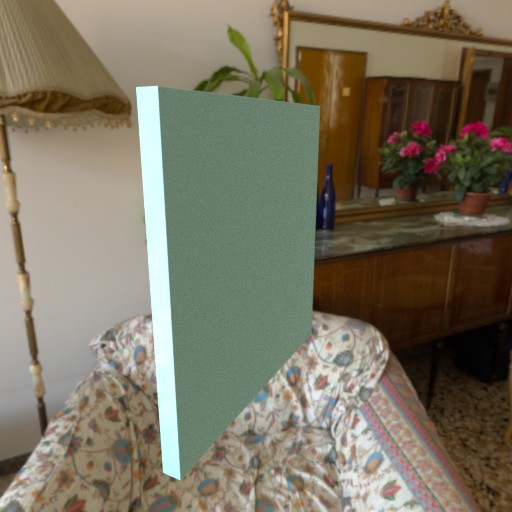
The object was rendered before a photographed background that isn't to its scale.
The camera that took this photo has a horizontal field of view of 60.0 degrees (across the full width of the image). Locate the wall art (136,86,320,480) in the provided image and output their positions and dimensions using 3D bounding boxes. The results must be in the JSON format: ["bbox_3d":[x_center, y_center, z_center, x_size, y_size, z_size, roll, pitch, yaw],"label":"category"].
[{"bbox_3d":[0.000,0.000,0.904,0.036,0.603,0.603,8,18,26],"label":"wall art"}]
